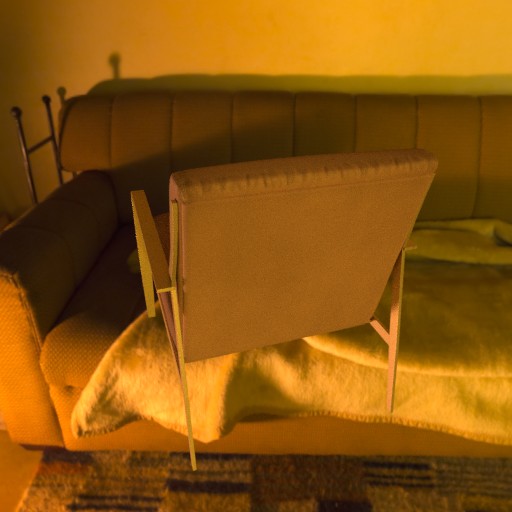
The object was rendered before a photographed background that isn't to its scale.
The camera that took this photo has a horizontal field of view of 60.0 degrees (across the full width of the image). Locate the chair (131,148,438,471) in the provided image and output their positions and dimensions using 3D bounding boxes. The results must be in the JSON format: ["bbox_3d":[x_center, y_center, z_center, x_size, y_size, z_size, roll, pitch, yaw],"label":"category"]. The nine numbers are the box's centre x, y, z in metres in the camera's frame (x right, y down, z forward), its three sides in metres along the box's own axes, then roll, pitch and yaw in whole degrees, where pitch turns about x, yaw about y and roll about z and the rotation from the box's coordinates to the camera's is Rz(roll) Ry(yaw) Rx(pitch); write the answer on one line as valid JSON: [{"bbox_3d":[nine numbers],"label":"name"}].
[{"bbox_3d":[0.000,0.000,1.441,0.701,0.823,0.848,-9,28,-17],"label":"chair"}]
